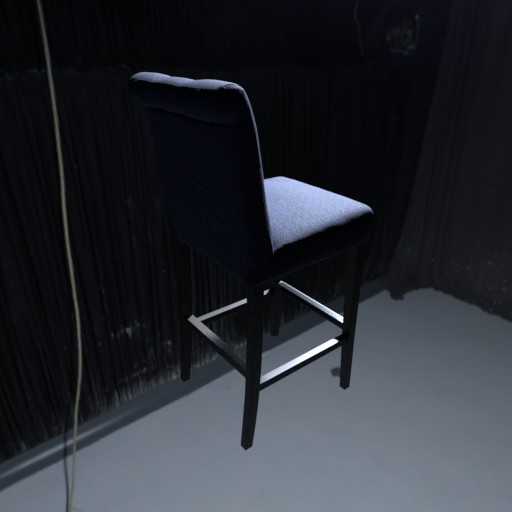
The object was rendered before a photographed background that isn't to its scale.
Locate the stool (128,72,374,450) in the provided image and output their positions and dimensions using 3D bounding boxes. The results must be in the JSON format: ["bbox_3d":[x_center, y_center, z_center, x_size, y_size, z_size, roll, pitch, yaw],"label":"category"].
[{"bbox_3d":[0.000,0.000,1.486,0.601,1.140,0.493,-19,32,-33],"label":"stool"}]
